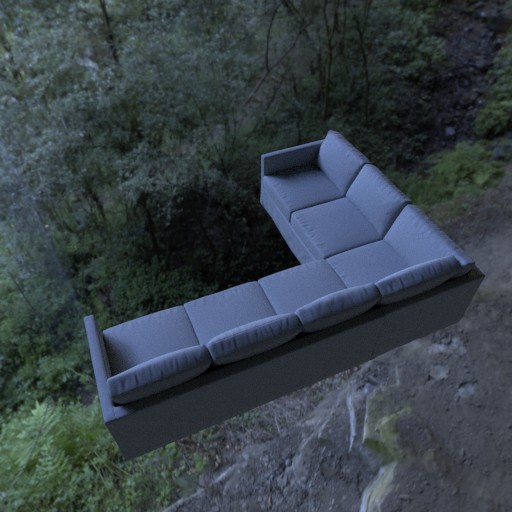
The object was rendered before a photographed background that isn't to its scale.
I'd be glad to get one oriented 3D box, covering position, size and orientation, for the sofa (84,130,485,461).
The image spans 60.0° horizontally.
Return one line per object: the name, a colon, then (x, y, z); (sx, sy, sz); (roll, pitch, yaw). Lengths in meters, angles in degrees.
sofa: (0.000, 0.000, 4.218); (3.182, 0.871, 2.432); (-17, 48, -16)
